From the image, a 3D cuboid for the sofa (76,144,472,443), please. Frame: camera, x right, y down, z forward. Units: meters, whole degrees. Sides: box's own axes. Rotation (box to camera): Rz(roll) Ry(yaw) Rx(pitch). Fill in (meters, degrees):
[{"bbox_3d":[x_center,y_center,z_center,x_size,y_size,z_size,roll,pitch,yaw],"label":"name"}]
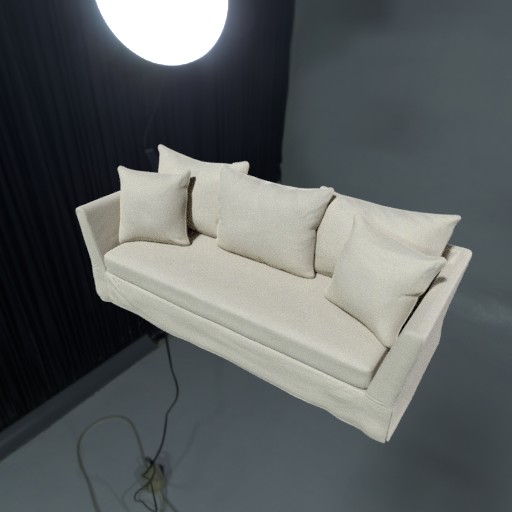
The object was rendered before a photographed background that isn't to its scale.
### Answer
[{"bbox_3d":[0.000,0.000,3.027,2.499,1.047,1.046,19,35,30],"label":"sofa"}]
